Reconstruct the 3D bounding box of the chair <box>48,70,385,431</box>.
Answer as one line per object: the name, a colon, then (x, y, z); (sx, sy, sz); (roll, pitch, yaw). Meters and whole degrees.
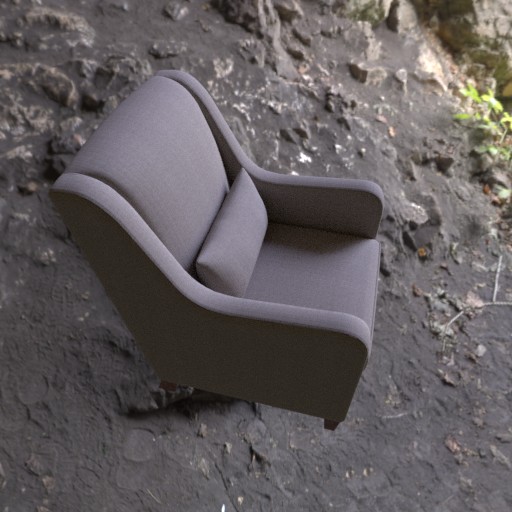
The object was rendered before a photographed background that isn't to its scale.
chair: (0.000, 0.000, 1.582); (0.890, 1.017, 0.715); (11, 48, 10)
